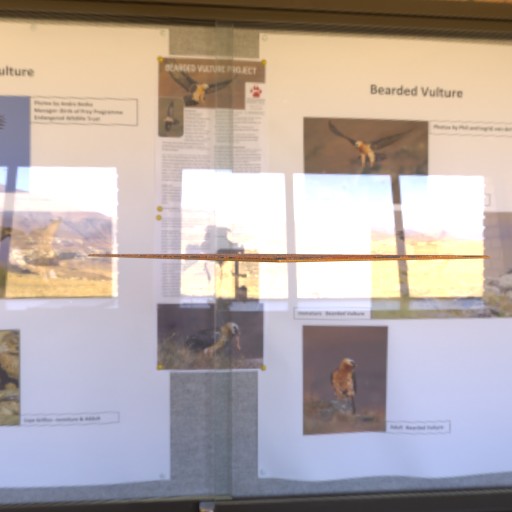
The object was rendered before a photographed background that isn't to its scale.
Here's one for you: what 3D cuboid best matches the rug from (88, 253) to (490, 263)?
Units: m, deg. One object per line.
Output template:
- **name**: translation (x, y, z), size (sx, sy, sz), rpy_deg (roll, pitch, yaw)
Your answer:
- **rug**: translation (0.000, 0.000, 2.222), size (1.148, 0.013, 1.758), rpy_deg (0, 1, -36)
